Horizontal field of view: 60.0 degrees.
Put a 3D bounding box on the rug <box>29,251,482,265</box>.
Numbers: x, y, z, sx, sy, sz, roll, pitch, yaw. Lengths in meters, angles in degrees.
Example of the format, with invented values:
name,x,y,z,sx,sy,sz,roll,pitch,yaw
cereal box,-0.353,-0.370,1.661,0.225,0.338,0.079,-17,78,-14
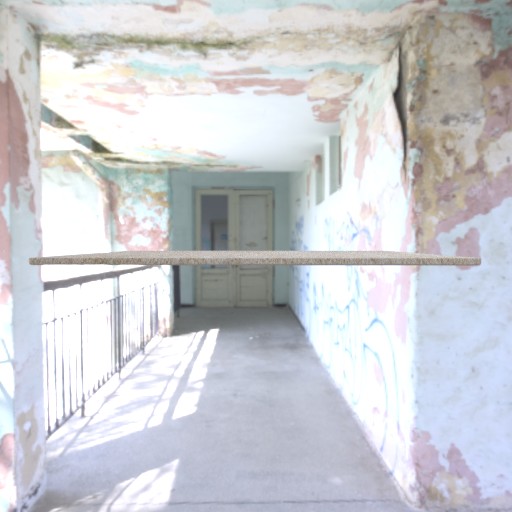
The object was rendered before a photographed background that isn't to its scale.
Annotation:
name,x,y,z,sx,sy,sz,roll,pitch,yaw
rug,0.000,0.000,2.137,1.600,0.025,1.199,0,2,1
